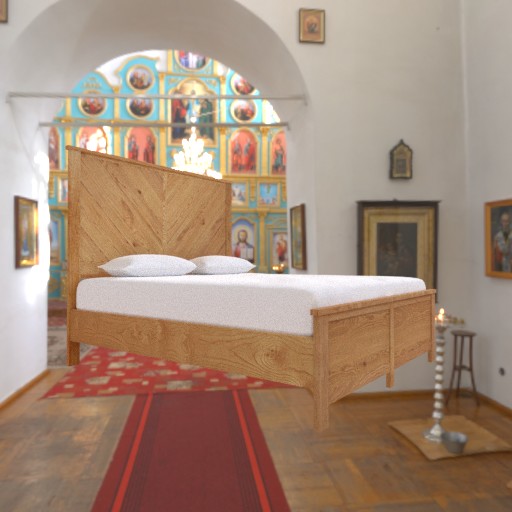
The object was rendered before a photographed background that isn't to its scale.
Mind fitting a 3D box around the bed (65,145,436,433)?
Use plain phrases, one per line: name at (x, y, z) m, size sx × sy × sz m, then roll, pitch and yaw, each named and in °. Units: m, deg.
bed at (0.000, 0.000, 4.016) m, size 2.530 × 1.938 × 2.225 m, roll -1°, pitch -1°, yaw 37°
